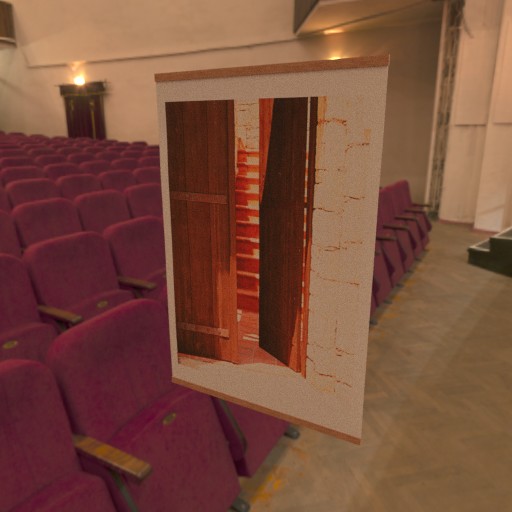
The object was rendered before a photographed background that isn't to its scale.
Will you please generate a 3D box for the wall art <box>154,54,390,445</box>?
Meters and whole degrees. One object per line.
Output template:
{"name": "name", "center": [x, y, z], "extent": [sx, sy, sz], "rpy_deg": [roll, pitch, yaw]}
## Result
{"name": "wall art", "center": [0.000, 0.000, 1.914], "extent": [1.019, 1.527, 0.019], "rpy_deg": [9, 18, 28]}
